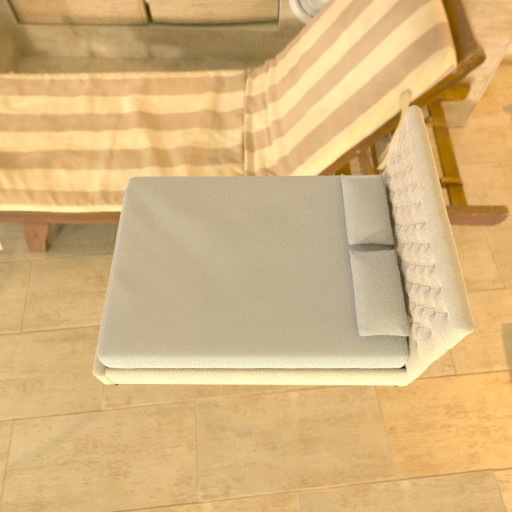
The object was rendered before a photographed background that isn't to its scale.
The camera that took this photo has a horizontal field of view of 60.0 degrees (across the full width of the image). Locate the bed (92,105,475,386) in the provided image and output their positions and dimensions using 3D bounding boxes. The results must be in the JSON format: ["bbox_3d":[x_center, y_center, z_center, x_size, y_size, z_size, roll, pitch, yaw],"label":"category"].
[{"bbox_3d":[0.000,0.000,3.367,2.387,1.427,1.698,0,61,0],"label":"bed"}]
